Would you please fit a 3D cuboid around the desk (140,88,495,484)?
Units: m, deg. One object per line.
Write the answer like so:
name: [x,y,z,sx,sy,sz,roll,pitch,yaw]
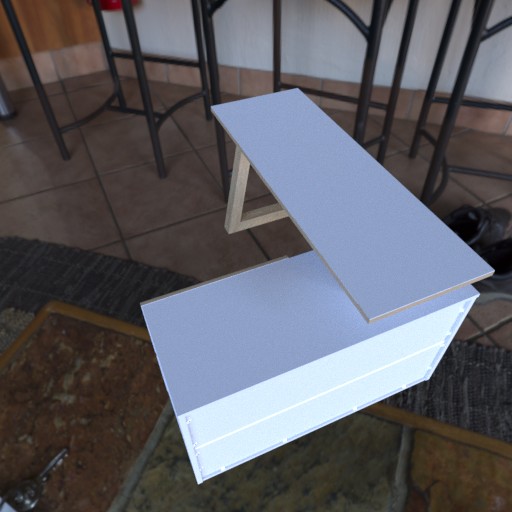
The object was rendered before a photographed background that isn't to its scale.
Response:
desk: [0.000,0.000,2.018,1.098,0.755,1.404,-18,49,-16]
